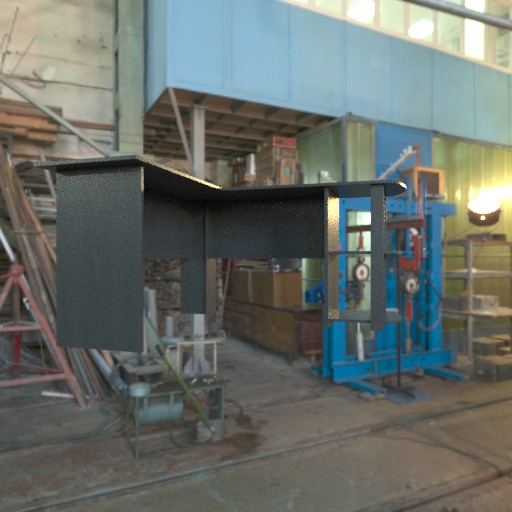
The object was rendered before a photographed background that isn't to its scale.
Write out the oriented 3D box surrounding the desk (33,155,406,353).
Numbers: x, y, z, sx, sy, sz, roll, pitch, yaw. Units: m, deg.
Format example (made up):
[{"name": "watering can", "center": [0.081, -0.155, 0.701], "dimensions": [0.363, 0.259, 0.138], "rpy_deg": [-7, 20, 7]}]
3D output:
[{"name": "desk", "center": [0.000, 0.000, 2.100], "dimensions": [1.361, 0.716, 1.303], "rpy_deg": [0, 0, 18]}]
